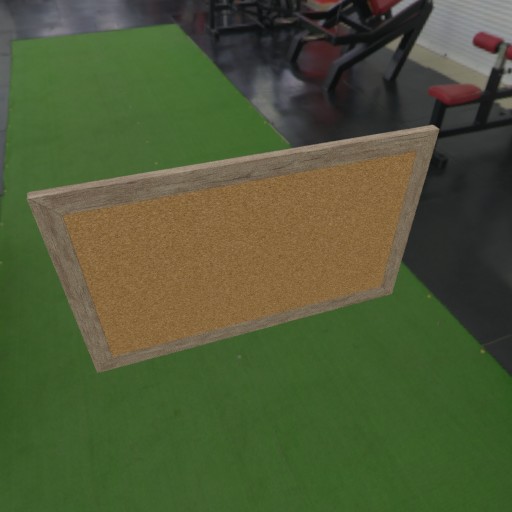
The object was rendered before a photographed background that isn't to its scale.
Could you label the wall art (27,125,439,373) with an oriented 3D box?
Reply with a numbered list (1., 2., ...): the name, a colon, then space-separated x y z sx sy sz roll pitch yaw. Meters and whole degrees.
1. wall art: 0.000 0.000 0.967 0.780 0.480 0.021 -13 43 -14
